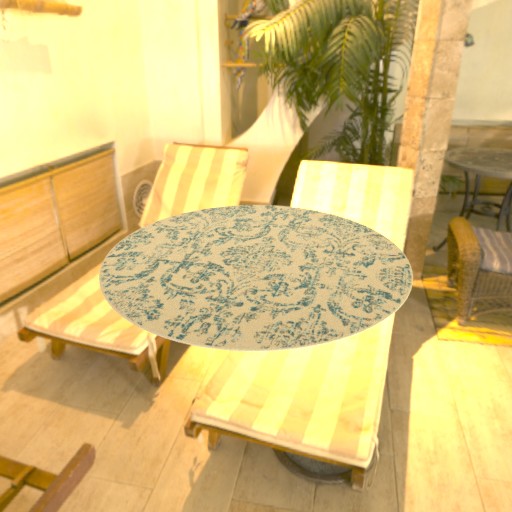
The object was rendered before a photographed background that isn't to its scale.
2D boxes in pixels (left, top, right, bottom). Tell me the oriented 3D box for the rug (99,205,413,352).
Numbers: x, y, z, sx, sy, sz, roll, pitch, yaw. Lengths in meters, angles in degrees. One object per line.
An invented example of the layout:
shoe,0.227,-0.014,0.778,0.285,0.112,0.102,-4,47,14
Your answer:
rug,0.000,0.000,2.358,1.593,0.012,1.593,0,26,0
